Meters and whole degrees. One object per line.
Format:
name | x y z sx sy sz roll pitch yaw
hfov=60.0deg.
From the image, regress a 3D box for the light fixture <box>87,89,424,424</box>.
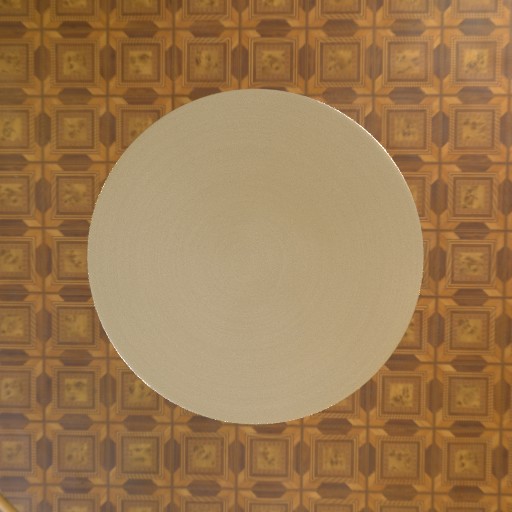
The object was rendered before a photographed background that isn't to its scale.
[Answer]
light fixture | 0.000 0.000 0.435 0.280 0.135 0.280 0 92 2
